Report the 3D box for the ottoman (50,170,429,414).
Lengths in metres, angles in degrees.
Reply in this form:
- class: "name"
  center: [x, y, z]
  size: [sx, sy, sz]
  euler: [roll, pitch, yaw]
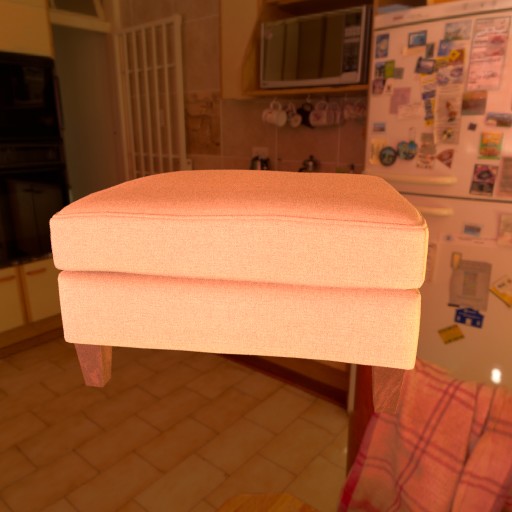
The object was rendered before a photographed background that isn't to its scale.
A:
- class: "ottoman"
  center: [0.000, 0.000, 1.362]
  size: [0.838, 0.503, 0.838]
  euler: [2, 16, 8]
